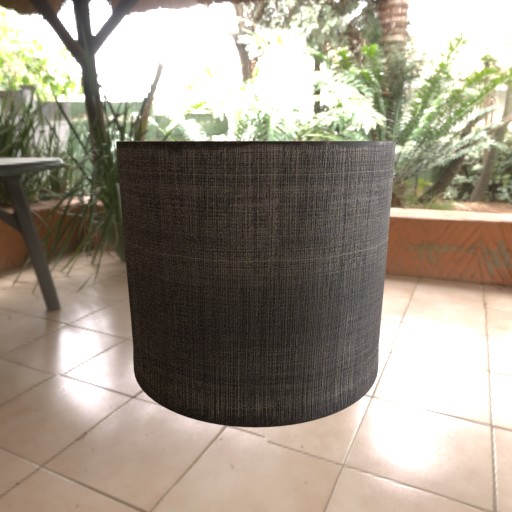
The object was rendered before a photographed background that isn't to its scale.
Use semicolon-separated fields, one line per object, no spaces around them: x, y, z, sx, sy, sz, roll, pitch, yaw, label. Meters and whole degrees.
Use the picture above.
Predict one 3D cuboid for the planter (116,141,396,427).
0.000;0.000;0.314;0.178;0.157;0.178;0;14;0;planter
